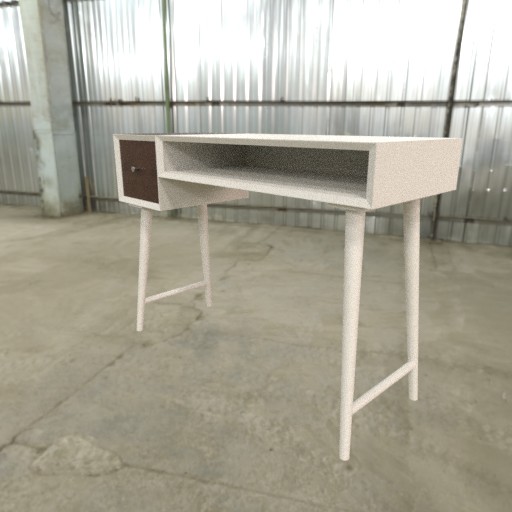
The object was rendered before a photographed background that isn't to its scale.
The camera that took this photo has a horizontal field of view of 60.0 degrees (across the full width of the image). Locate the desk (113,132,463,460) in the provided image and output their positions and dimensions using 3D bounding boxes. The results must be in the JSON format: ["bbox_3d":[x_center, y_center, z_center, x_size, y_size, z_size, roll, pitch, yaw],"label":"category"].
[{"bbox_3d":[0.000,0.000,1.452,0.409,0.761,1.069,-15,22,-42],"label":"desk"}]
